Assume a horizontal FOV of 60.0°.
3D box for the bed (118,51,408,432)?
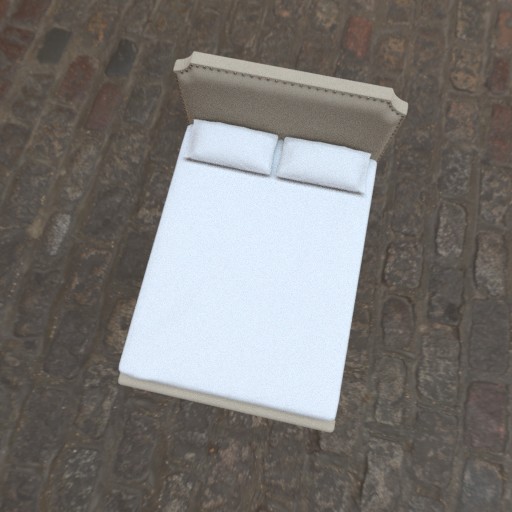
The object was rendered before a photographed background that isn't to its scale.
[{"bbox_3d":[0.000,0.000,3.429,1.703,1.415,2.329,12,76,3],"label":"bed"}]
